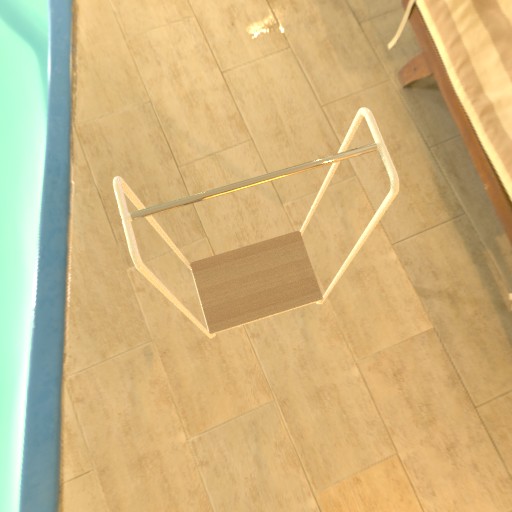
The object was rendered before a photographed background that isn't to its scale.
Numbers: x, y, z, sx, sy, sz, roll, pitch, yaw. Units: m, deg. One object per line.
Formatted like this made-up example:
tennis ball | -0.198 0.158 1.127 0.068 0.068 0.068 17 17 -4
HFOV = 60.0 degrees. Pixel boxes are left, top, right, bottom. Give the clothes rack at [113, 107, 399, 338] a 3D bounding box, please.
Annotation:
clothes rack | 0.000 0.000 1.747 0.640 1.500 0.400 -17 77 -4
